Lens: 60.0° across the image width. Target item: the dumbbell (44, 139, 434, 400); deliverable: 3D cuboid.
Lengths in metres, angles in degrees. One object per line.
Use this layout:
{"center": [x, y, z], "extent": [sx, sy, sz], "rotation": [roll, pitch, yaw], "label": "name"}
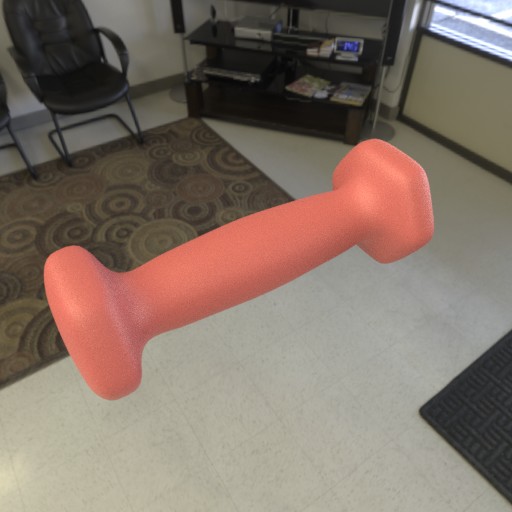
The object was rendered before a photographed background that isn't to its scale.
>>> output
{"center": [0.000, 0.000, 0.144], "extent": [0.123, 0.043, 0.047], "rotation": [-23, 50, -21], "label": "dumbbell"}
